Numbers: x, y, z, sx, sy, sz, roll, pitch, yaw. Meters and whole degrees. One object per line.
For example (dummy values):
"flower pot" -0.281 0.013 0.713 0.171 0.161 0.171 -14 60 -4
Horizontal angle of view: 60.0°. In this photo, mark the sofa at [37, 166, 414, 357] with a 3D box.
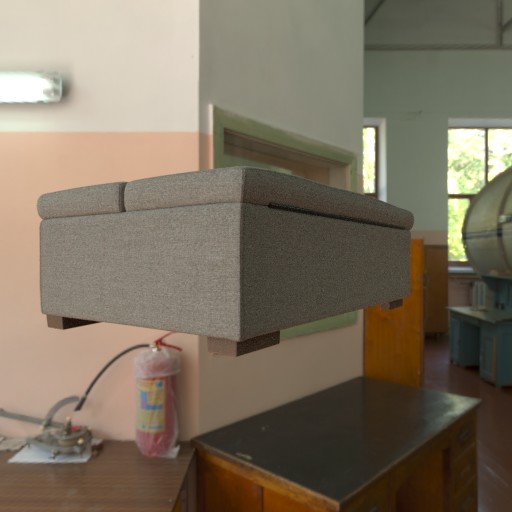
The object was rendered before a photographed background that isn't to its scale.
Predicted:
"sofa" 0.000 0.000 1.636 0.817 0.434 1.250 0 0 35
